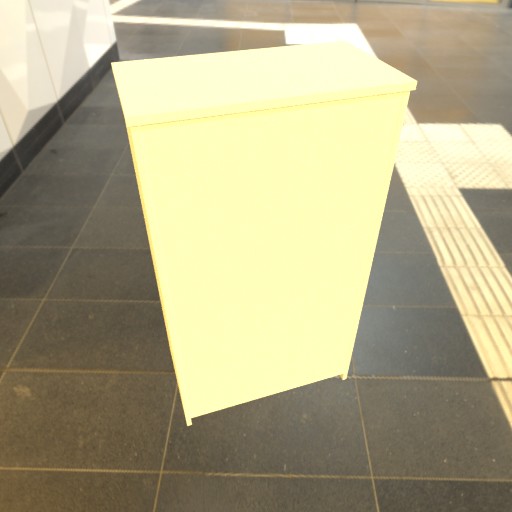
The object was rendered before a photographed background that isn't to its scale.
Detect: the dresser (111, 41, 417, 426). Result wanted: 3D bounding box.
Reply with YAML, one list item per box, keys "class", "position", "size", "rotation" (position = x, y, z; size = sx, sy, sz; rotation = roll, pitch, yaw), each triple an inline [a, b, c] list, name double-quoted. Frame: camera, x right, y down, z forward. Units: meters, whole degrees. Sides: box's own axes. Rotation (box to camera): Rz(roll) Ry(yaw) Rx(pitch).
- class: "dresser"
  position: [0.000, 0.000, 1.553]
  size: [0.704, 1.255, 0.399]
  rotation: [-12, 41, -14]
